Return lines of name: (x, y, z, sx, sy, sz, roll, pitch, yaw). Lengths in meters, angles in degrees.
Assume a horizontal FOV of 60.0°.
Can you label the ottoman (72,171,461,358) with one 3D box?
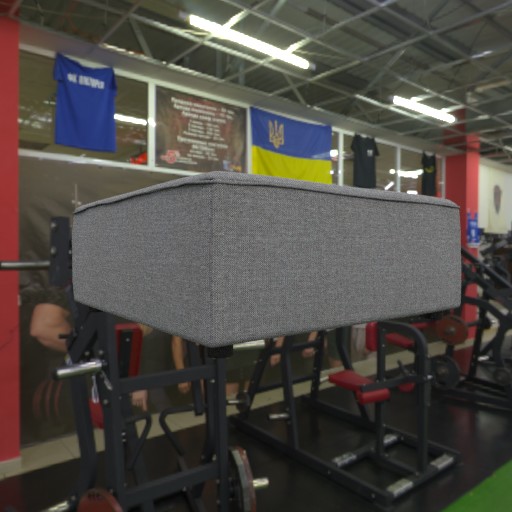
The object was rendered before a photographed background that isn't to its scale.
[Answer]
ottoman: (0.000, 0.000, 1.595, 1.023, 0.423, 1.017, -1, 1, -37)
